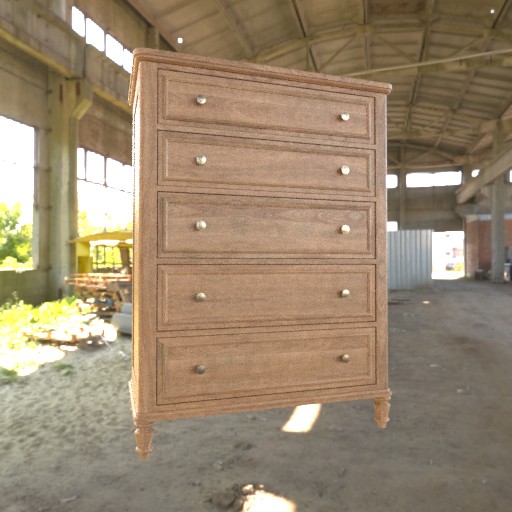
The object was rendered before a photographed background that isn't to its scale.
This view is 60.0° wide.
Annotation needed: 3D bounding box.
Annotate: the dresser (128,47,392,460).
[{"bbox_3d":[0.000,0.000,1.773,0.973,1.318,0.484,0,-1,-18],"label":"dresser"}]
